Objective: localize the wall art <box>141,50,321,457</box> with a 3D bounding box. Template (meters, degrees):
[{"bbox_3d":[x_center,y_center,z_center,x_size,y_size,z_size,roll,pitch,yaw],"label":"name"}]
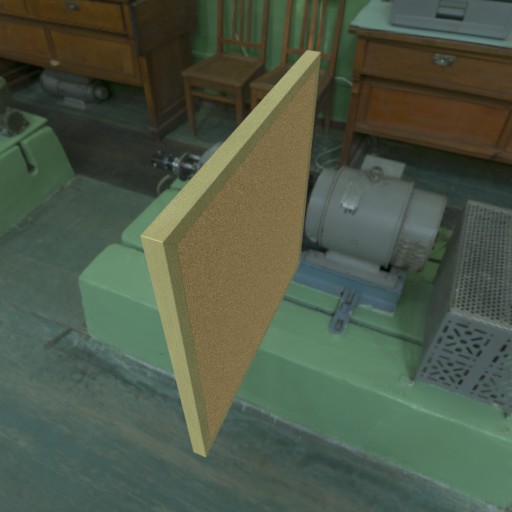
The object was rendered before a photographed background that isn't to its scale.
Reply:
[{"bbox_3d":[0.000,0.000,1.139,0.037,0.763,0.763,16,47,16],"label":"wall art"}]
